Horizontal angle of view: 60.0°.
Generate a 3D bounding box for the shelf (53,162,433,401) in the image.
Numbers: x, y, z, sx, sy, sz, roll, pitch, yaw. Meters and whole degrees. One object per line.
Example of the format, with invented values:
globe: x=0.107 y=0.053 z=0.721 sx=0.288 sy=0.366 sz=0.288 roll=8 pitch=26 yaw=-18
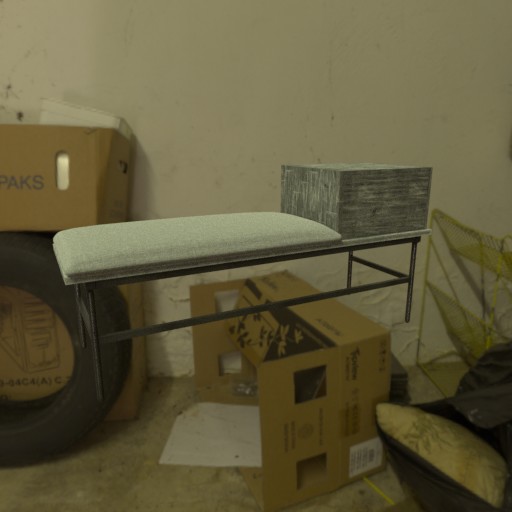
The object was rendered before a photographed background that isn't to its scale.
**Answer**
shelf: x=0.000 y=0.000 z=1.652 sx=1.342 sy=0.633 sz=0.457 roll=-8 pitch=17 yaw=-27
